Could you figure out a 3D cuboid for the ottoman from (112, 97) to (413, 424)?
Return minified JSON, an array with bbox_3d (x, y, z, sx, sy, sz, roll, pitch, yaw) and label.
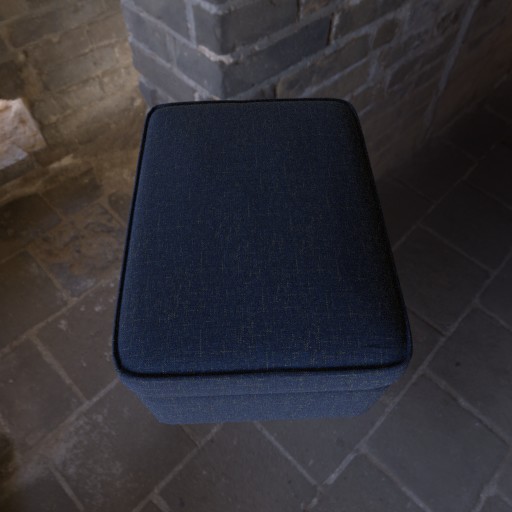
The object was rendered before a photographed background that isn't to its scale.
[{"bbox_3d":[0.000,0.000,1.110,0.549,0.450,0.749,-2,57,-1],"label":"ottoman"}]
